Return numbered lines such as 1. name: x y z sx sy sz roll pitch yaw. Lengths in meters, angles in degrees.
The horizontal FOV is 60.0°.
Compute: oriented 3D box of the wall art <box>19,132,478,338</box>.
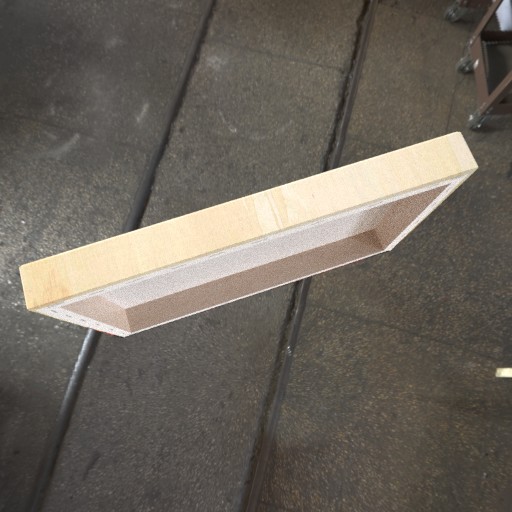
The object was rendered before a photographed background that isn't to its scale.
1. wall art: 0.000 0.000 0.482 0.383 0.251 0.037 -18 75 -5
